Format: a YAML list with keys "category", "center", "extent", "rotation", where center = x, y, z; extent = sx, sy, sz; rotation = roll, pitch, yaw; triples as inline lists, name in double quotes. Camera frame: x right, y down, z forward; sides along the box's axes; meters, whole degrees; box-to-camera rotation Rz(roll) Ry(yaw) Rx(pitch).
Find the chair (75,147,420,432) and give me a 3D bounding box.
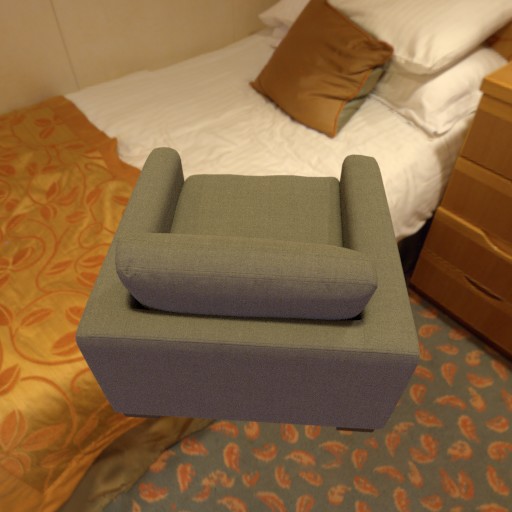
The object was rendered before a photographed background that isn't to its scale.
- category: "chair"
  center: [0.000, 0.000, 1.840]
  extent: [1.070, 0.847, 1.100]
  rotation: [3, 47, 3]
